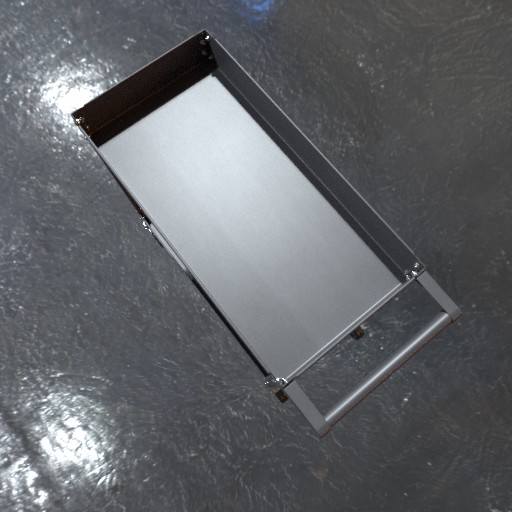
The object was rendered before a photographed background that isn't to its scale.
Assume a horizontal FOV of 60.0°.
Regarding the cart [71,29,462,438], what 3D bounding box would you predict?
[{"bbox_3d":[0.000,0.000,1.171,0.366,0.719,0.779,-37,77,-10],"label":"cart"}]
